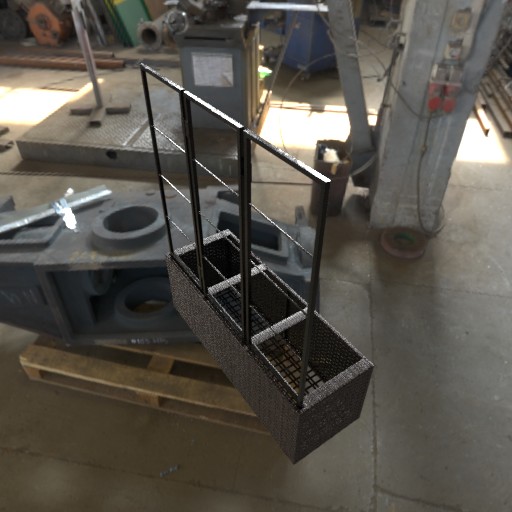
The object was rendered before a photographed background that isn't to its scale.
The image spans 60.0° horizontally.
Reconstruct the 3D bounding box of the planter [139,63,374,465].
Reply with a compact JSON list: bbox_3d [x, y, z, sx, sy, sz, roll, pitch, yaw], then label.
[{"bbox_3d":[0.000,0.000,1.165,0.244,0.841,0.699,-24,45,-26],"label":"planter"}]
